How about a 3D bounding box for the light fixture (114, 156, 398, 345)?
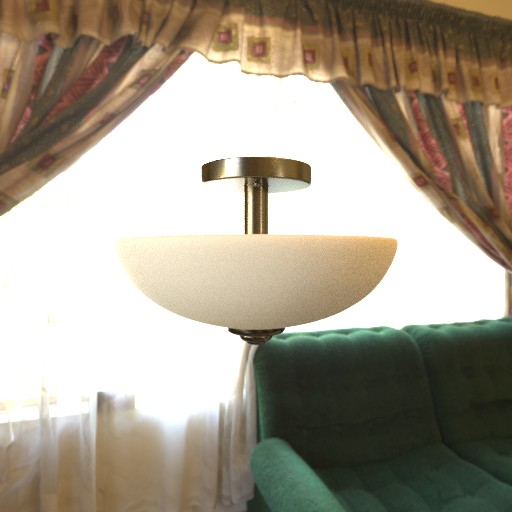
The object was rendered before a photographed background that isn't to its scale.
[{"bbox_3d":[0.000,0.000,0.540,0.330,0.214,0.330,0,0,0],"label":"light fixture"}]
